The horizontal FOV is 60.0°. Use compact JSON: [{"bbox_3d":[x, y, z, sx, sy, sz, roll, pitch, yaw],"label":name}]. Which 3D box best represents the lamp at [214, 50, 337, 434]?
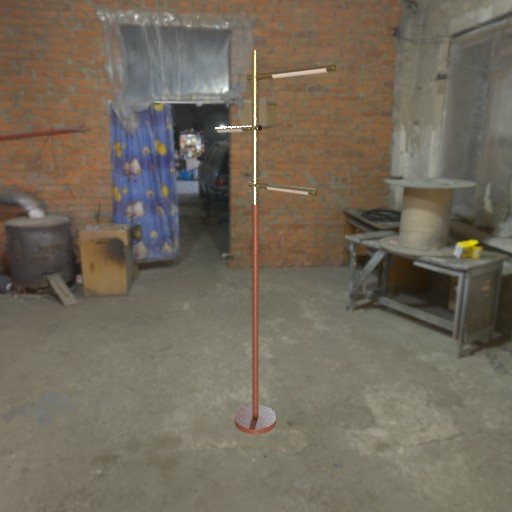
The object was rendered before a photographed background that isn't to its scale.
[{"bbox_3d":[0.000,0.000,1.996,0.209,1.704,0.737,-14,20,-43],"label":"lamp"}]
